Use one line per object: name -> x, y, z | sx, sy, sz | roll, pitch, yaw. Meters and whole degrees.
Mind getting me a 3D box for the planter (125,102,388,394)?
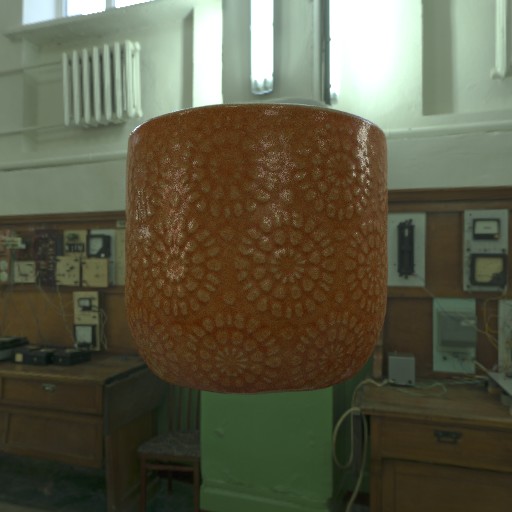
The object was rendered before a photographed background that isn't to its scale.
planter -> 0.000, 0.000, 0.292 | 0.170, 0.152, 0.170 | 0, -1, 0
